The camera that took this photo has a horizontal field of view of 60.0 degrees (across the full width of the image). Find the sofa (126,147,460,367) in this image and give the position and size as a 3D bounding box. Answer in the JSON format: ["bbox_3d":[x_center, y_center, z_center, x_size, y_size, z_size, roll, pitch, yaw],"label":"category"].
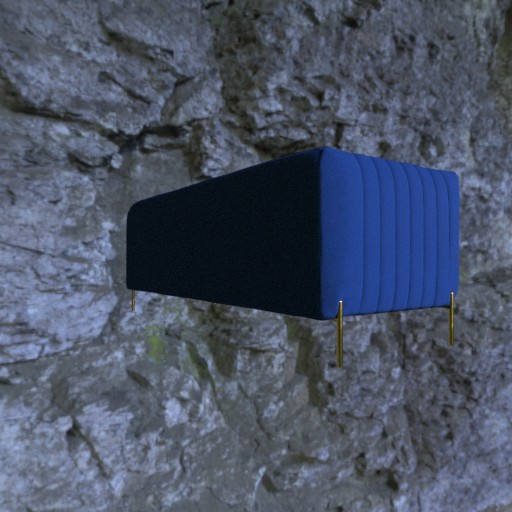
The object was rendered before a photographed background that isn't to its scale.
[{"bbox_3d":[0.000,0.000,2.625,0.896,0.793,2.136,0,-1,-35],"label":"sofa"}]
